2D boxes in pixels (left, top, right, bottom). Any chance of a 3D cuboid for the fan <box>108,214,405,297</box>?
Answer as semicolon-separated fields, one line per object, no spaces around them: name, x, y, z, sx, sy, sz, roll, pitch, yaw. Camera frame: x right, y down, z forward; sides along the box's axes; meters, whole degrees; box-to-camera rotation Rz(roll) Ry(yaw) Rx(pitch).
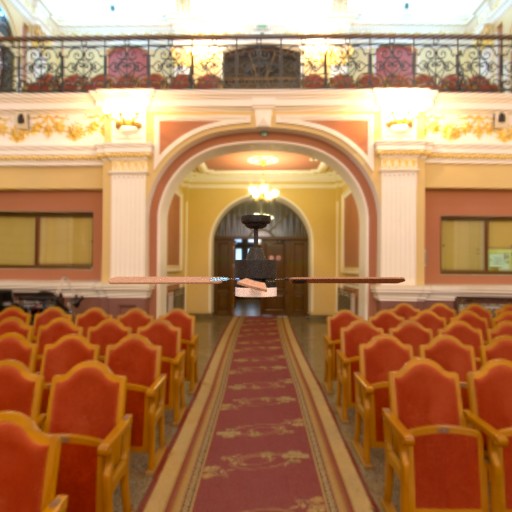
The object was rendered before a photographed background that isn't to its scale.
fan;0.000;0.000;1.979;1.320;0.355;1.320;0;-1;1
